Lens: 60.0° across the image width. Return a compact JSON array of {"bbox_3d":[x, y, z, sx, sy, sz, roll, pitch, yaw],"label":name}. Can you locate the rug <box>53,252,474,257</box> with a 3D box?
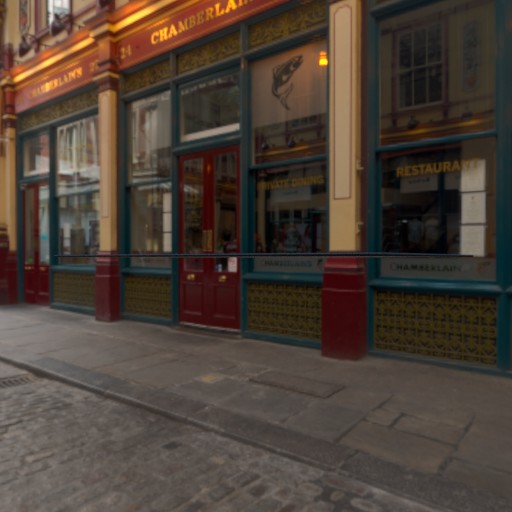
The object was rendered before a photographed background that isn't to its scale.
[{"bbox_3d":[0.000,0.000,2.885,2.294,0.014,1.528,0,0,37],"label":"rug"}]
